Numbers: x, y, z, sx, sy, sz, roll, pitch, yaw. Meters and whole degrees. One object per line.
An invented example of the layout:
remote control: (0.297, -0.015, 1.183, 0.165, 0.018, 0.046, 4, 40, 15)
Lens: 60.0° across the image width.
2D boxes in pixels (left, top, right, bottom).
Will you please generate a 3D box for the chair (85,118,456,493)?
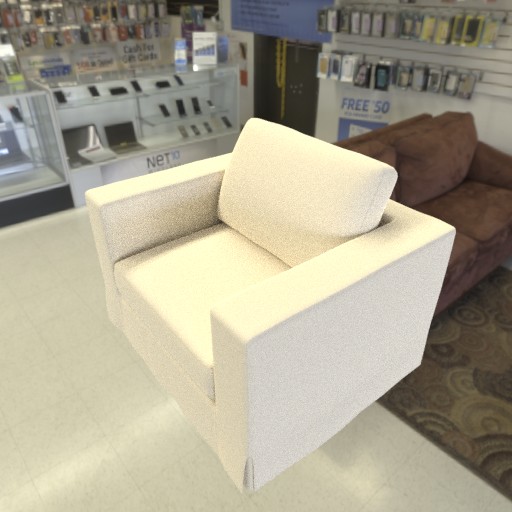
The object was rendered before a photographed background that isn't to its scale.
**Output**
chair: (0.000, 0.000, 1.786, 0.957, 0.878, 1.150, -23, 39, -31)
